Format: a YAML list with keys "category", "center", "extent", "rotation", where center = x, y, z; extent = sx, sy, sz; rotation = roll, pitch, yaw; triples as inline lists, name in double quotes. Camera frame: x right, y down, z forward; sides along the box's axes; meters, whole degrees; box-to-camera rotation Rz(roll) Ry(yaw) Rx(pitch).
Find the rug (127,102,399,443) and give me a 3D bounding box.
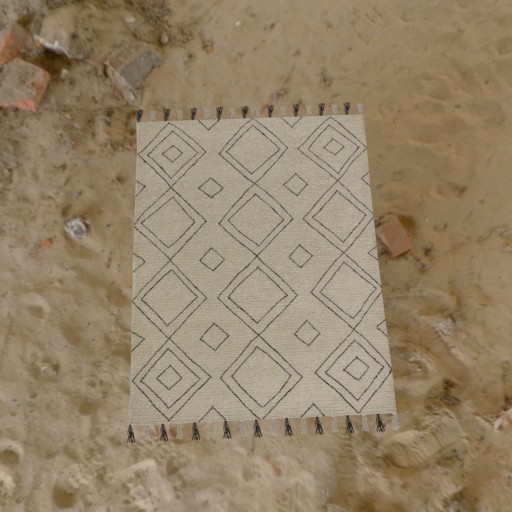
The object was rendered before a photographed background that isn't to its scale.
- category: "rug"
  center: [0.000, 0.000, 4.205]
  extent: [2.342, 0.026, 3.221]
  rotation: [-2, 76, -1]
